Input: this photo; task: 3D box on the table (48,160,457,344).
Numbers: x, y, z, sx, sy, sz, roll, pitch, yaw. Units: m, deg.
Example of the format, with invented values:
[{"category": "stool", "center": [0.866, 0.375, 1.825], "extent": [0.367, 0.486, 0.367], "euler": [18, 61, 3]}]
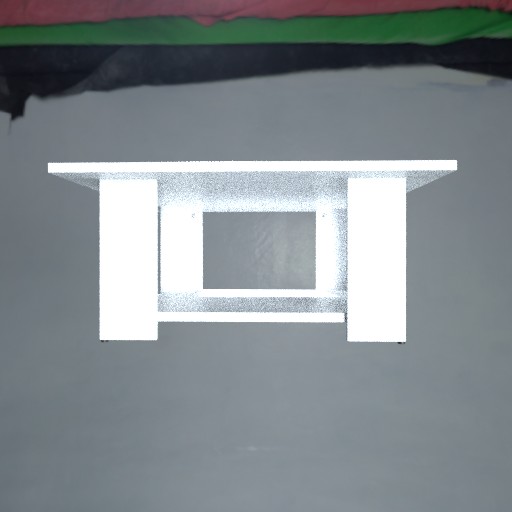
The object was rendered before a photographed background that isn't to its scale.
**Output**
[{"category": "table", "center": [0.000, 0.000, 1.061], "extent": [0.670, 0.305, 0.670], "euler": [0, 0, 2]}]
